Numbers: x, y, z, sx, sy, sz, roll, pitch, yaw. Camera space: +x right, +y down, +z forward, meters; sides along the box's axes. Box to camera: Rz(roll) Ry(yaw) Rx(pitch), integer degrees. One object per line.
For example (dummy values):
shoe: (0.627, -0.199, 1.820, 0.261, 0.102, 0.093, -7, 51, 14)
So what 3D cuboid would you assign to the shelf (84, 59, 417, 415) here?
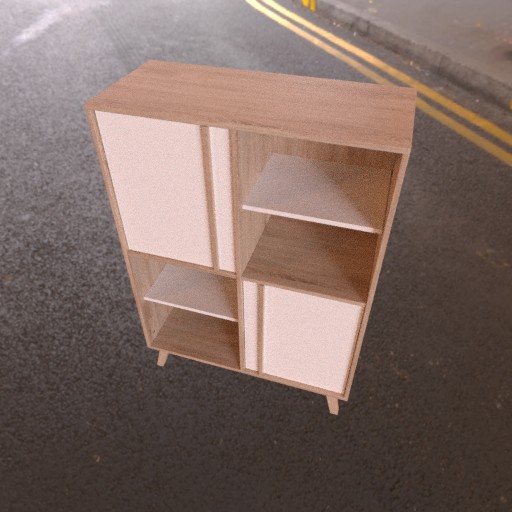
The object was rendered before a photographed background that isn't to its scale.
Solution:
shelf: (0.000, 0.000, 1.904, 1.000, 1.390, 0.450, 12, 43, 13)
